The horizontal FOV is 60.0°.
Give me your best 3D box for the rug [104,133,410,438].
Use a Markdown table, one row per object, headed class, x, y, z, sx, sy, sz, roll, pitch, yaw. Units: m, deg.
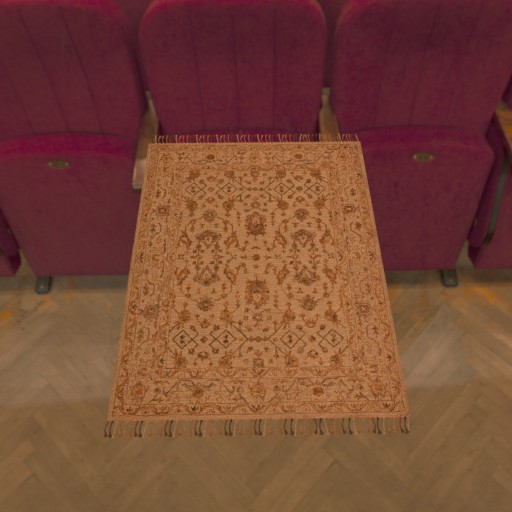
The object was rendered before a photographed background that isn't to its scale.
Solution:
| class | x | y | z | sx | sy | sz | roll | pitch | yaw |
| --- | --- | --- | --- | --- | --- | --- | --- | --- | --- |
| rug | 0.000 | 0.000 | 2.264 | 1.278 | 0.009 | 1.726 | -1 | 59 | 0 |
